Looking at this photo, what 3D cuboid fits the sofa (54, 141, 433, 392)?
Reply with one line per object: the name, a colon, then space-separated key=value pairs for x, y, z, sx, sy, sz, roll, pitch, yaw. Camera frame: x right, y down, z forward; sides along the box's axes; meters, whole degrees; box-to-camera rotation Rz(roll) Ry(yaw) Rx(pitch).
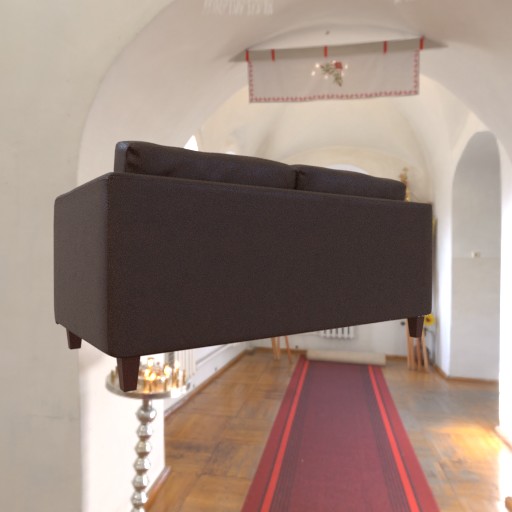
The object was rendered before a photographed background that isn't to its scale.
sofa: x=0.000 y=0.000 z=2.398 sx=1.883 sy=0.933 sz=0.951 roll=-1 pitch=1 yaw=-35
